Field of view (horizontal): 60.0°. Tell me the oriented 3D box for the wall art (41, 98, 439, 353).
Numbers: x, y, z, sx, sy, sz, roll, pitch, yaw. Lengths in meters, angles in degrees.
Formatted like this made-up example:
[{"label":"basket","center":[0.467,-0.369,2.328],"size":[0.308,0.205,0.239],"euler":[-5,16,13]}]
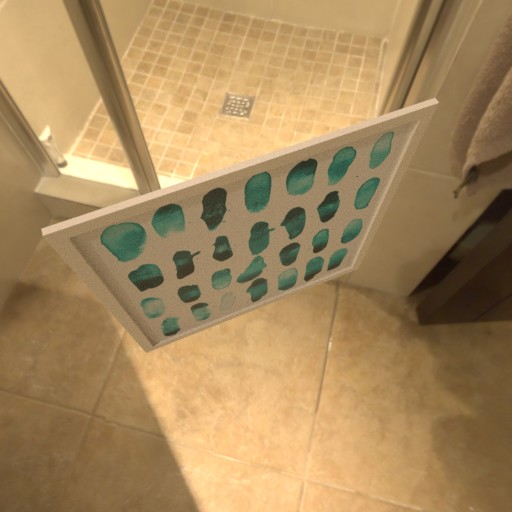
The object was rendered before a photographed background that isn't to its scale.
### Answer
[{"label":"wall art","center":[0.000,0.000,0.679],"size":[0.456,0.457,0.009],"euler":[-21,65,-10]}]
